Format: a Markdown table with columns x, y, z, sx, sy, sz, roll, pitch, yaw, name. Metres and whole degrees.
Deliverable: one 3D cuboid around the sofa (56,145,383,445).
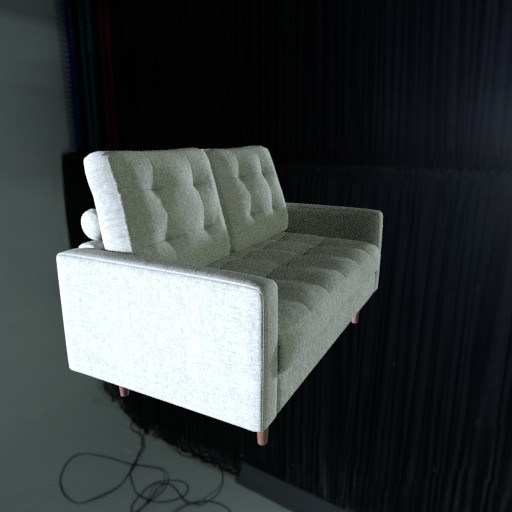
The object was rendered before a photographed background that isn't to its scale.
| x | y | z | sx | sy | sz | roll | pitch | yaw | name |
| --- | --- | --- | --- | --- | --- | --- | --- | --- | --- |
| 0.000 | 0.000 | 1.922 | 0.842 | 0.907 | 1.407 | 8 | 17 | 27 | sofa |
